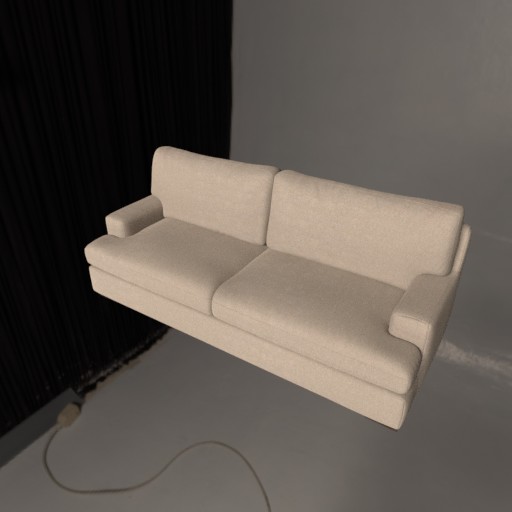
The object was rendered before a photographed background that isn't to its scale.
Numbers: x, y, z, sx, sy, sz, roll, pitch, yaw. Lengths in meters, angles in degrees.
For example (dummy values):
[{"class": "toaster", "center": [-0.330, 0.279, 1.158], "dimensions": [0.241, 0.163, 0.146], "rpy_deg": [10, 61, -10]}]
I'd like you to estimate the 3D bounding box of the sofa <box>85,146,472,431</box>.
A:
[{"class": "sofa", "center": [0.000, 0.000, 2.880], "dimensions": [2.354, 0.980, 0.962], "rpy_deg": [18, 34, 28]}]
